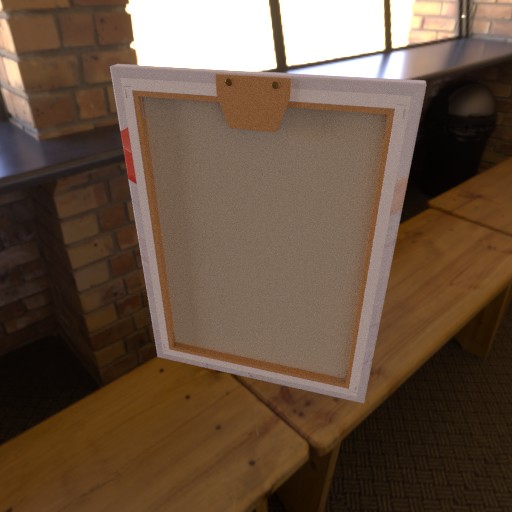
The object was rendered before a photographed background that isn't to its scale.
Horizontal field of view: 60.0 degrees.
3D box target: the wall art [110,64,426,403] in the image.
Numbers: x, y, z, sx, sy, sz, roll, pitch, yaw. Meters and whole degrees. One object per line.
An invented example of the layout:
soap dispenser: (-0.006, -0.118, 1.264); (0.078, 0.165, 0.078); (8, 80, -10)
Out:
wall art: (0.000, 0.000, 1.309); (0.759, 1.014, 0.045); (9, 34, 14)
